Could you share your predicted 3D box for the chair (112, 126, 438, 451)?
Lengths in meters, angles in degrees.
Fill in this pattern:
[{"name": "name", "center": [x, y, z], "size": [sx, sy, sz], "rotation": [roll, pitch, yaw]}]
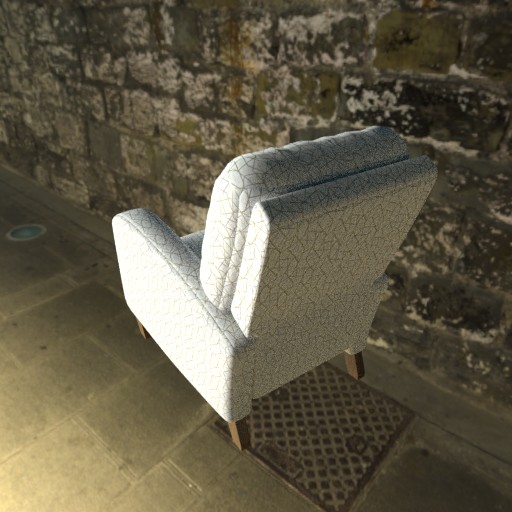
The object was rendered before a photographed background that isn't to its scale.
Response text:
[{"name": "chair", "center": [0.000, 0.000, 1.722], "size": [0.796, 1.064, 0.995], "rotation": [-20, 35, -30]}]
